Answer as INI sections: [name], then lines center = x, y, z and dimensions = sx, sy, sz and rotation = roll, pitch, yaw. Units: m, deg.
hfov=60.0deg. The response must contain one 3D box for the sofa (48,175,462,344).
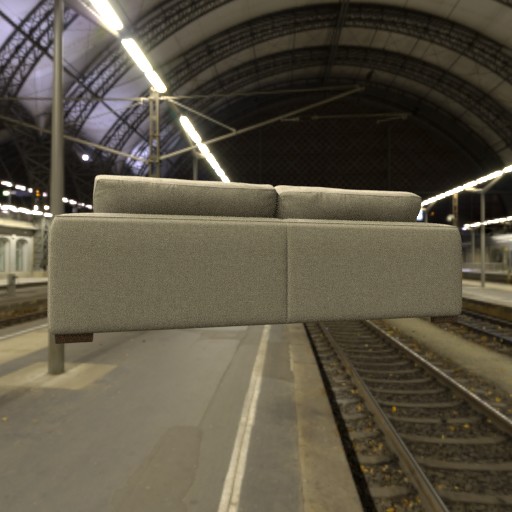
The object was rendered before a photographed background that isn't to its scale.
[sofa]
center = 0.000, 0.000, 2.781
dimensions = 2.262, 0.801, 1.070
rotation = 0, 0, -18
